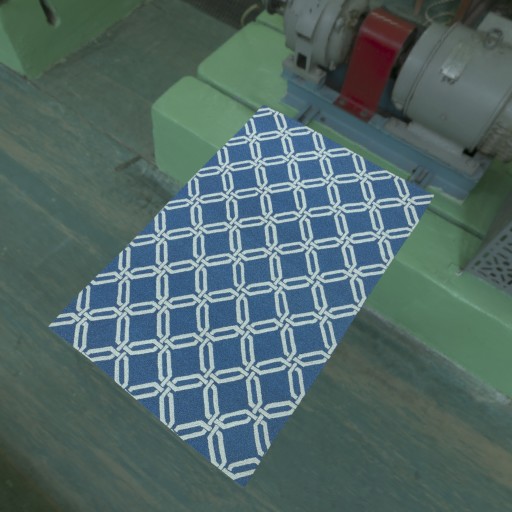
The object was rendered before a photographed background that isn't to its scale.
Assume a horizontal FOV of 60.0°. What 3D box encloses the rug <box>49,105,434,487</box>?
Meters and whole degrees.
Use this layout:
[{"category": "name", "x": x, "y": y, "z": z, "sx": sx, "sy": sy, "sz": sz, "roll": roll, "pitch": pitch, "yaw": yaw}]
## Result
[{"category": "rug", "x": 0.000, "y": 0.000, "z": 2.243, "sx": 1.153, "sy": 0.010, "sz": 1.755, "roll": 33, "pitch": 68, "yaw": 15}]
